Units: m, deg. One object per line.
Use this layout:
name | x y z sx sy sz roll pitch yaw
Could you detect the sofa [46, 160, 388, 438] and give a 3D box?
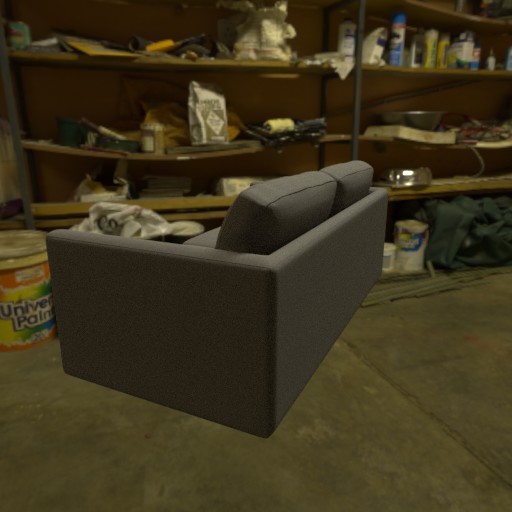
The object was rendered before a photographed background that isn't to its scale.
sofa | 0.000 0.000 2.174 0.940 0.866 1.713 8 17 25
